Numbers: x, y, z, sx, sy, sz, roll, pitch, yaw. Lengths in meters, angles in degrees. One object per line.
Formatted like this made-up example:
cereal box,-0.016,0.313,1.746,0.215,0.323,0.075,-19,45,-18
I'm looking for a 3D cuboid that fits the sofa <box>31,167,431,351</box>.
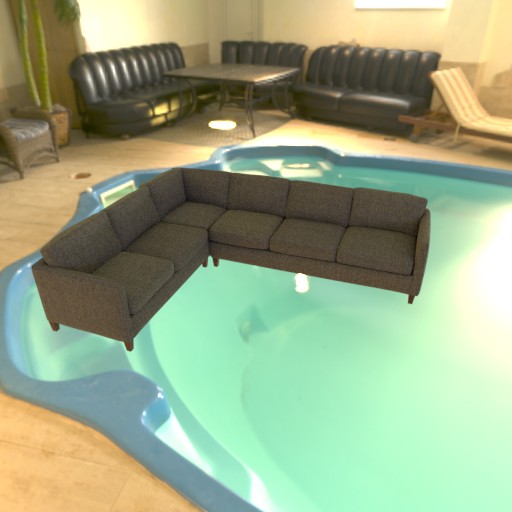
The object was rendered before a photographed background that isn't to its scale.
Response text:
sofa,0.000,0.000,4.526,3.302,0.947,2.593,10,31,17
